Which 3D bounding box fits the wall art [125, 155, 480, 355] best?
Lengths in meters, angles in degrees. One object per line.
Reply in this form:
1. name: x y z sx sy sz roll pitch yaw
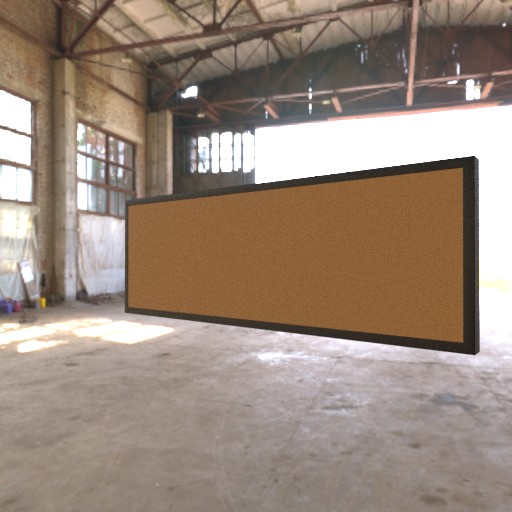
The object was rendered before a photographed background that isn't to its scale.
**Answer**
1. wall art: 0.000 0.000 0.946 0.860 0.303 0.037 0 0 37
